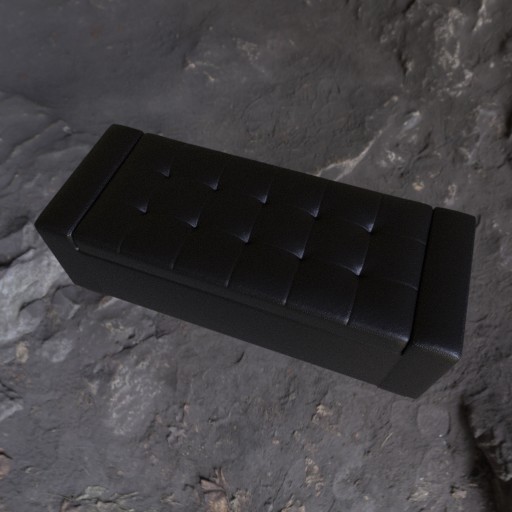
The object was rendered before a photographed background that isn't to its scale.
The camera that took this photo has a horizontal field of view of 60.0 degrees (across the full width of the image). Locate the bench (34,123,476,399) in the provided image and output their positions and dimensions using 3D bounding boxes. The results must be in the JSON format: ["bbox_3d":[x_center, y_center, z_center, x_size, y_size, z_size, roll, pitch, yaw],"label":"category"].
[{"bbox_3d":[0.000,0.000,1.546,1.296,0.445,0.508,17,59,11],"label":"bench"}]
